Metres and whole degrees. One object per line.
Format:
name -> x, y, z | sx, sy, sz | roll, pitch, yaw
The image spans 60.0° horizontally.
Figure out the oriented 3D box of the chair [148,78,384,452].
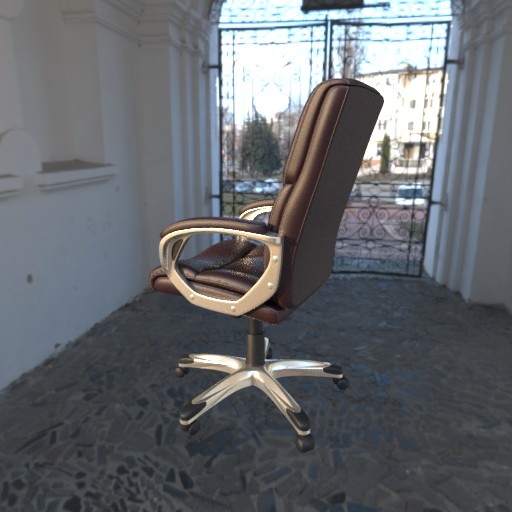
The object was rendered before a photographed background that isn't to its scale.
chair -> 0.000, 0.000, 1.558 | 0.739, 1.107, 0.662 | 7, 16, 25
